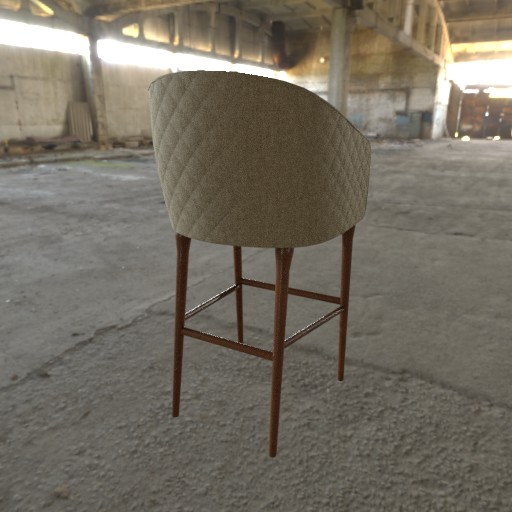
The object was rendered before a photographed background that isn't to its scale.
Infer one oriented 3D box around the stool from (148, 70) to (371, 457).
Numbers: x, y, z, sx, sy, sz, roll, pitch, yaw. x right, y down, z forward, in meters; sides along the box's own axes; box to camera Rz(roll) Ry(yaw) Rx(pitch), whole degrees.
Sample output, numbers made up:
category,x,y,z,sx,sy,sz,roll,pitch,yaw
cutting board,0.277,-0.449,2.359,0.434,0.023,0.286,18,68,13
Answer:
category,x,y,z,sx,sy,sz,roll,pitch,yaw
stool,0.000,0.000,1.450,0.559,1.078,0.607,10,20,28
